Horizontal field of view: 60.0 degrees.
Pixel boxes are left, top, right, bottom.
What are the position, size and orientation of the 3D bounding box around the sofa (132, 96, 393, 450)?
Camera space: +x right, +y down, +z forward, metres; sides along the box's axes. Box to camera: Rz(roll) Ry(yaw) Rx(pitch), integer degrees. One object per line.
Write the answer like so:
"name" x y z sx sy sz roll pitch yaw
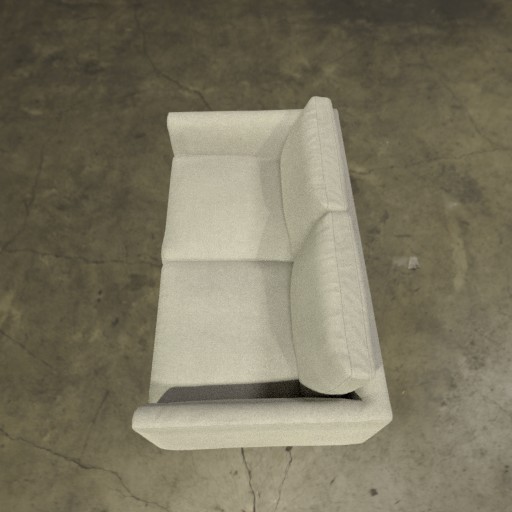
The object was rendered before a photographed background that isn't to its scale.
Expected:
"sofa" 0.000 0.000 2.491 1.091 0.839 1.905 -1 58 -1
